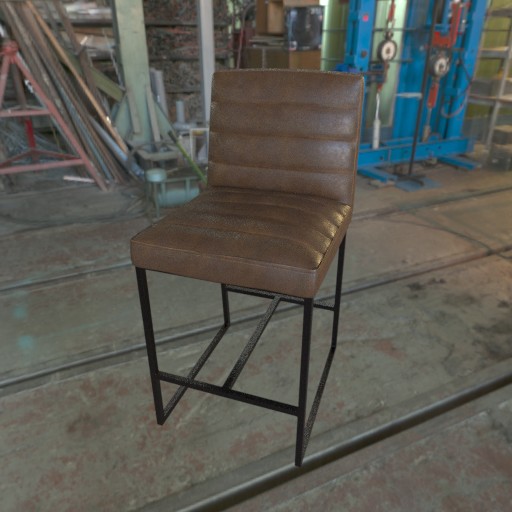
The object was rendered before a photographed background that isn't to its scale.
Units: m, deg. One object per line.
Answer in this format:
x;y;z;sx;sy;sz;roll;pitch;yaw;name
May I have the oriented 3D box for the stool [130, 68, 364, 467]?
0.000;0.000;1.251;0.463;0.942;0.562;9;28;17;stool
